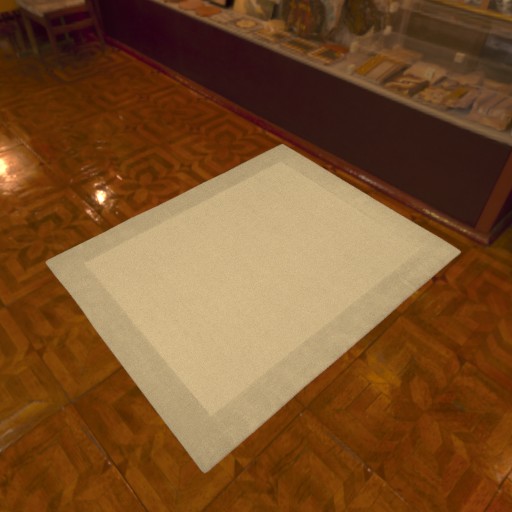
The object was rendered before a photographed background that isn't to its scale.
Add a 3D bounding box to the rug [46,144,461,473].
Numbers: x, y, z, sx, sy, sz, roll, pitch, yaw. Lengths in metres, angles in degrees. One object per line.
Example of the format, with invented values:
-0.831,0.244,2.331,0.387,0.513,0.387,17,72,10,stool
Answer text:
0.000,0.000,4.070,2.976,0.018,2.430,-32,54,-27,rug
